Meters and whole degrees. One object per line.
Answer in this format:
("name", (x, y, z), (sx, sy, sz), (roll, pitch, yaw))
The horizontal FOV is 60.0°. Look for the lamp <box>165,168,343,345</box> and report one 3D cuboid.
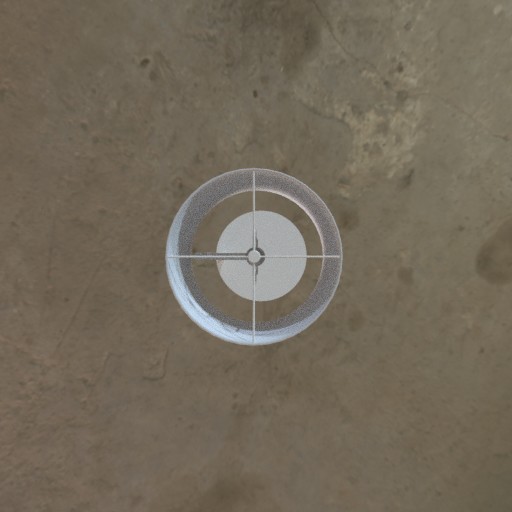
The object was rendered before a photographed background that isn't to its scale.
("lamp", (0.000, 0.000, 1.662), (0.405, 1.465, 0.372), (0, 90, 1))
